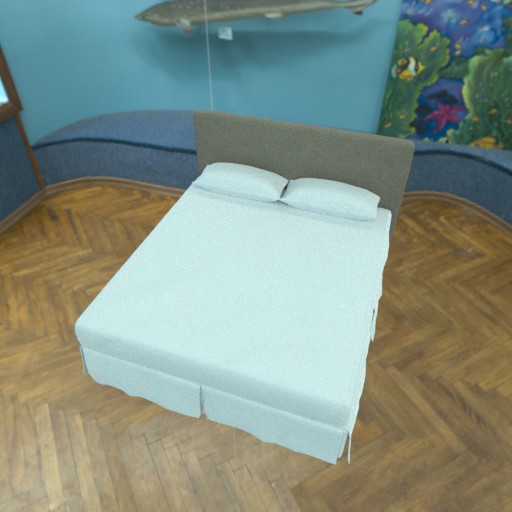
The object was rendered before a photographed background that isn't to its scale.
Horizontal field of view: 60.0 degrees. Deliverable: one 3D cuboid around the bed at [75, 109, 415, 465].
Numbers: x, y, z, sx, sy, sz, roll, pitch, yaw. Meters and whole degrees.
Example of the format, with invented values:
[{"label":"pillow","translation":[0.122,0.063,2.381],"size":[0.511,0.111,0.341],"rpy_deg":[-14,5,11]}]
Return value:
[{"label":"bed","translation":[0.000,0.000,3.617],"size":[2.119,1.317,2.341],"rpy_deg":[13,43,14]}]
